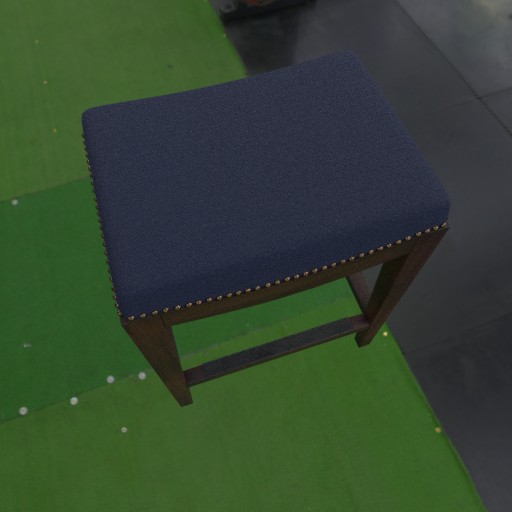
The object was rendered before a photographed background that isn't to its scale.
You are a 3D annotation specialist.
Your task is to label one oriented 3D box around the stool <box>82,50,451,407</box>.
[{"bbox_3d":[0.000,0.000,0.916,0.500,0.642,0.361,-16,63,-8],"label":"stool"}]
